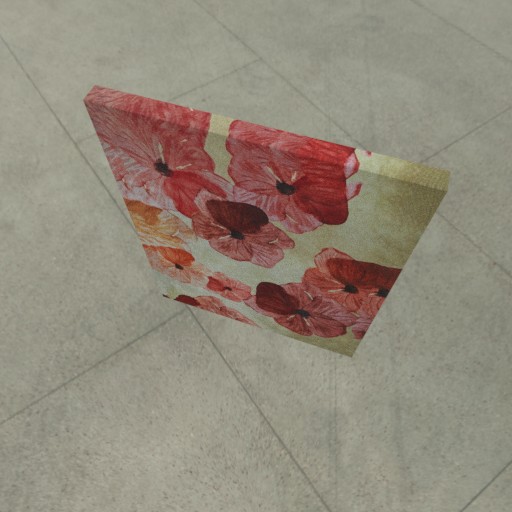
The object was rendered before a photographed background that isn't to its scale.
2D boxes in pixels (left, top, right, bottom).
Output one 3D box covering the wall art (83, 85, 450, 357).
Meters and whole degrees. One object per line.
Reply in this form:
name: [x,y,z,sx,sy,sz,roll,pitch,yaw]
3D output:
wall art: [0.000,0.000,0.692,0.406,0.508,0.028,17,60,10]
